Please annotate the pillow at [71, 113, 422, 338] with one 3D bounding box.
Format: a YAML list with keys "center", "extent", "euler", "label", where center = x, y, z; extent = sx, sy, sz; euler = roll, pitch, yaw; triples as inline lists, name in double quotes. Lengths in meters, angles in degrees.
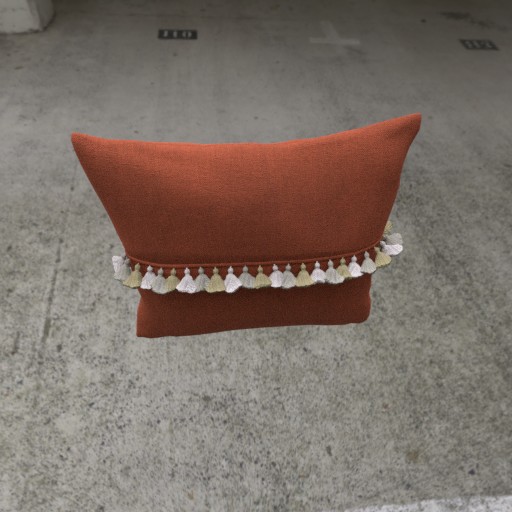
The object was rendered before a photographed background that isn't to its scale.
- center: [0.000, 0.000, 0.748]
  extent: [0.490, 0.482, 0.165]
  euler: [-4, 47, -4]
  label: "pillow"
